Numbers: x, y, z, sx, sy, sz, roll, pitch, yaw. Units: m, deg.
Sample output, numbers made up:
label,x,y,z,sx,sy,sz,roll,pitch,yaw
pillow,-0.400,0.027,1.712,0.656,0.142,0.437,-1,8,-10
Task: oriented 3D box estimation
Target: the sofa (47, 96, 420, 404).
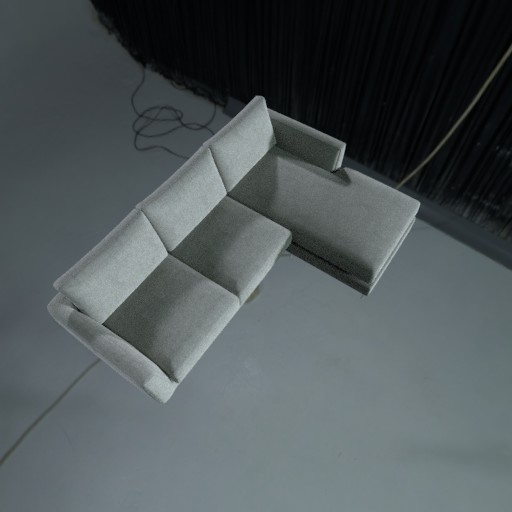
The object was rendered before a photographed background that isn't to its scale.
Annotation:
label,x,y,z,sx,sy,sz,roll,pitch,yaw
sofa,0.000,0.000,3.260,1.626,0.864,2.438,30,62,18
